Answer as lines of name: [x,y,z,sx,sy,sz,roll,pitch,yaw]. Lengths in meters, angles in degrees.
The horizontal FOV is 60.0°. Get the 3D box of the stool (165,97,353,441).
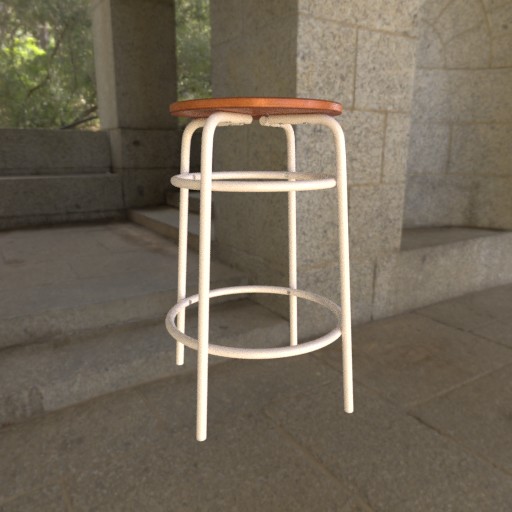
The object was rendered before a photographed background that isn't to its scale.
stool: [0.000,0.000,0.947,0.455,0.610,0.455,7,16,27]
